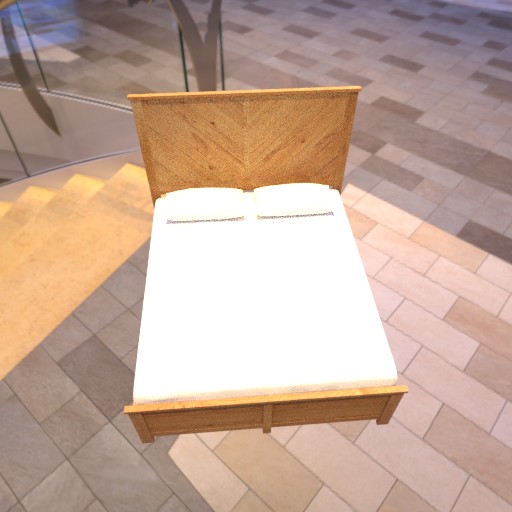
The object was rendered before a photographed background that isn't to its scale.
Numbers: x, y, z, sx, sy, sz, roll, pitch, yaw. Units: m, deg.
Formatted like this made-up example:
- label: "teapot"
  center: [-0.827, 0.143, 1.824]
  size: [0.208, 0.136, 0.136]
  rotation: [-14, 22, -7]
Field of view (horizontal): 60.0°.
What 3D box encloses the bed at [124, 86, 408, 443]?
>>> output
- label: "bed"
  center: [0.000, 0.000, 4.082]
  size: [2.225, 1.938, 2.530]
  rotation: [-3, 47, -3]
